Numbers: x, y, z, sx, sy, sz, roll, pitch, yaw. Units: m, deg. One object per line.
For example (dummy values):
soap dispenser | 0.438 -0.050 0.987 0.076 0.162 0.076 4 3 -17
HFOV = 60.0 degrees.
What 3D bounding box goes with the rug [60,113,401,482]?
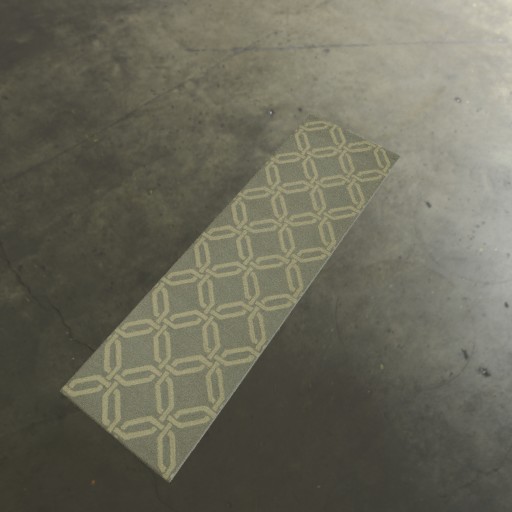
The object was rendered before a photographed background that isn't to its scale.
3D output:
rug | 0.000 0.000 2.464 0.678 0.014 2.276 31 65 17
